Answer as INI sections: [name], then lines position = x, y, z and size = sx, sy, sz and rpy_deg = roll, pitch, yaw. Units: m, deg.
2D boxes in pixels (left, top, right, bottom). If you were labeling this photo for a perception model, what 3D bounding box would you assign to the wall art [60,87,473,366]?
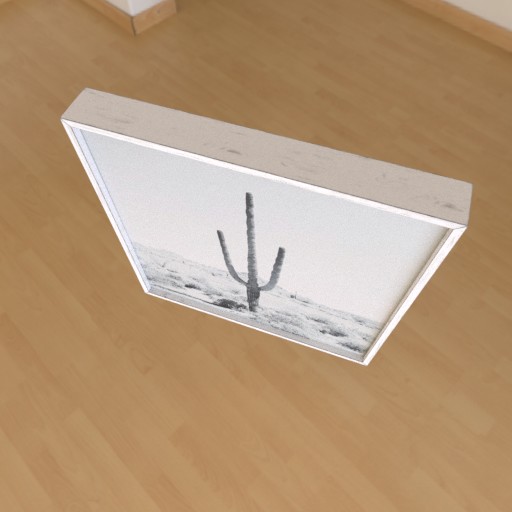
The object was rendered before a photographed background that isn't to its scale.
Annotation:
[wall art]
position = 0.000, 0.000, 0.453
size = 0.305, 0.305, 0.038
rpy_deg = 17, 61, 10
